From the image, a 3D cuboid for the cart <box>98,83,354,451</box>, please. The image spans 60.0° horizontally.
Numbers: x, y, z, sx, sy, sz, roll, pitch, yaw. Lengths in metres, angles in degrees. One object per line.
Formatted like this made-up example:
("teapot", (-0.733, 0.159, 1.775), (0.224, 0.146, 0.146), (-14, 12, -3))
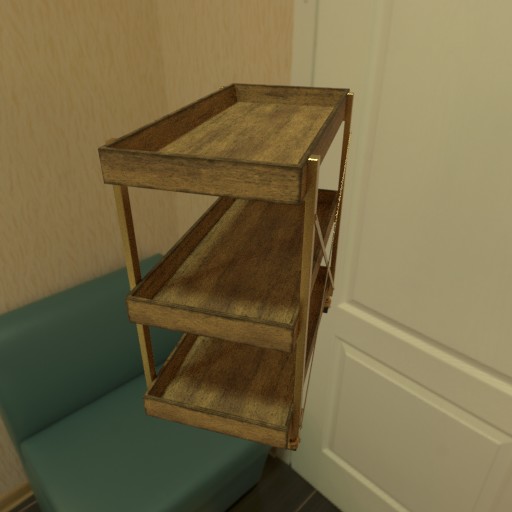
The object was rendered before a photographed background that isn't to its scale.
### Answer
("cart", (0.000, 0.000, 1.256), (0.416, 0.799, 0.750), (8, 31, 14))
